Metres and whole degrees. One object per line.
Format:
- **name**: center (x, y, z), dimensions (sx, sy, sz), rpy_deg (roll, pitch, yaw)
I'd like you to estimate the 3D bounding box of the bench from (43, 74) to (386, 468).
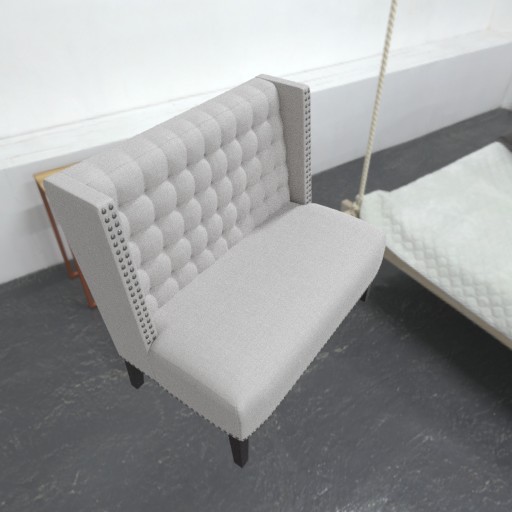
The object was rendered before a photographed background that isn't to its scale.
- **bench**: center (0.000, 0.000, 2.020), dimensions (0.847, 1.123, 1.280), rpy_deg (26, 47, 26)
